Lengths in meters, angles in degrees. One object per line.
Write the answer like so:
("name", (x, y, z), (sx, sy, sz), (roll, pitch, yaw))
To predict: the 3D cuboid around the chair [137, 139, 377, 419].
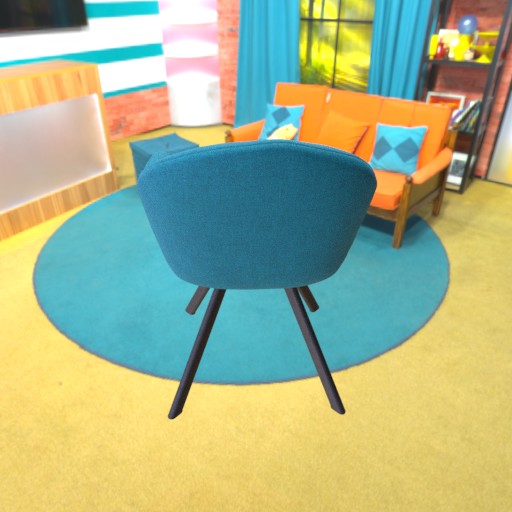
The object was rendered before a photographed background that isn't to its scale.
("chair", (0.000, 0.000, 1.167), (0.545, 0.775, 0.565), (-1, 31, -2))
